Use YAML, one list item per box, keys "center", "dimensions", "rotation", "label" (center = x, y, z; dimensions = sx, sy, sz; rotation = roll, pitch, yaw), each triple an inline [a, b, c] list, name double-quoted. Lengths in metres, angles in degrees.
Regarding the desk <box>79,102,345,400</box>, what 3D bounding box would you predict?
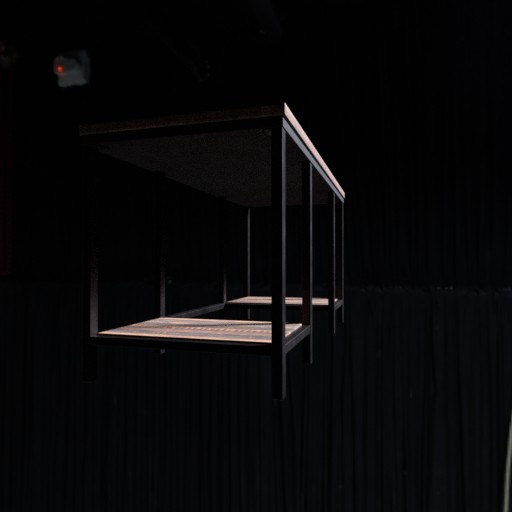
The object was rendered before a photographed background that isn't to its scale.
- center: [0.000, 0.000, 1.941]
  dimensions: [0.617, 0.753, 1.538]
  rotation: [0, -1, 17]
  label: "desk"
